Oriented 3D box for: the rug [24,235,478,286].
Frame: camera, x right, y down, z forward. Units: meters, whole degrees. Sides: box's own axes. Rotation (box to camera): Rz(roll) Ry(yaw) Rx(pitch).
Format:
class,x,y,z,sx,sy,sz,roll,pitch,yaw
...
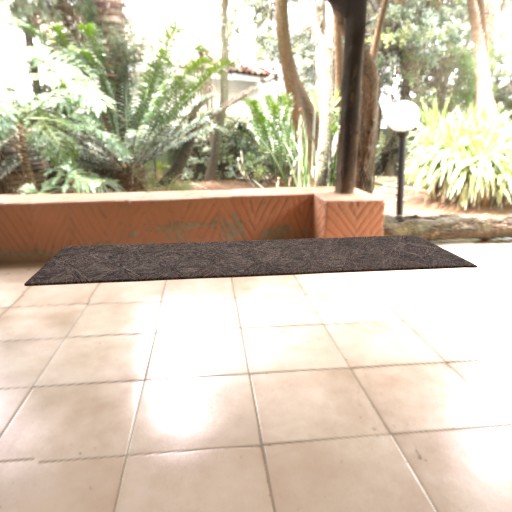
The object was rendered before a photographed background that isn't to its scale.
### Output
class,x,y,z,sx,sy,sz,roll,pitch,yaw
rug,0.000,0.000,2.556,2.305,0.013,0.719,-2,17,-7
